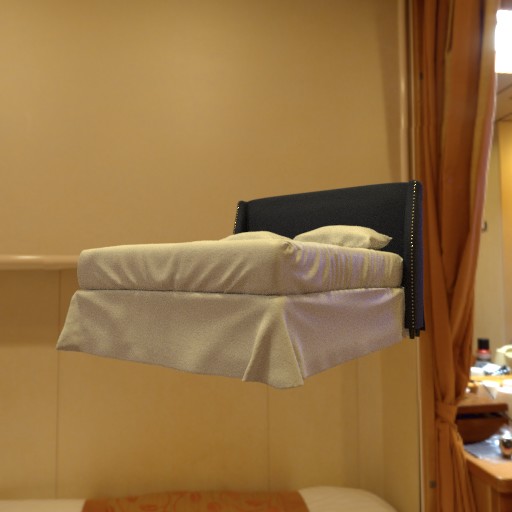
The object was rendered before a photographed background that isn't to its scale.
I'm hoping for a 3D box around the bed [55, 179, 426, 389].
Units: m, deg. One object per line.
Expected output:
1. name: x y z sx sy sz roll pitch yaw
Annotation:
1. bed: 0.000 0.000 3.398 1.925 1.332 2.276 -2 -3 35
